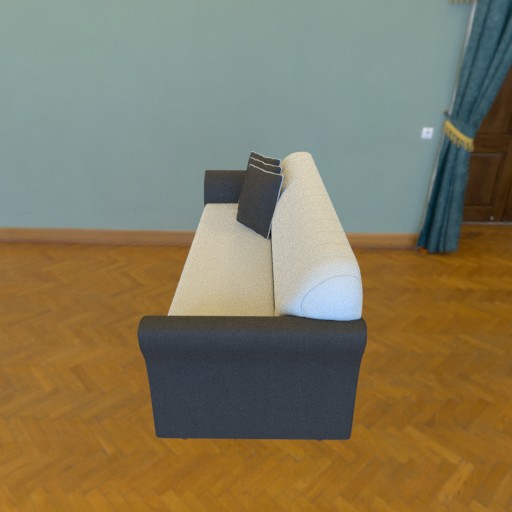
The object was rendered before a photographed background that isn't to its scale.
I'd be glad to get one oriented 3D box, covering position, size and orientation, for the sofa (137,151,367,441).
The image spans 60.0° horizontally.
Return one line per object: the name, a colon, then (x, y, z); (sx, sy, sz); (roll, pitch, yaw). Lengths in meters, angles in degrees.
sofa: (0.000, 0.000, 2.421); (0.755, 0.787, 2.001); (0, 26, 1)
